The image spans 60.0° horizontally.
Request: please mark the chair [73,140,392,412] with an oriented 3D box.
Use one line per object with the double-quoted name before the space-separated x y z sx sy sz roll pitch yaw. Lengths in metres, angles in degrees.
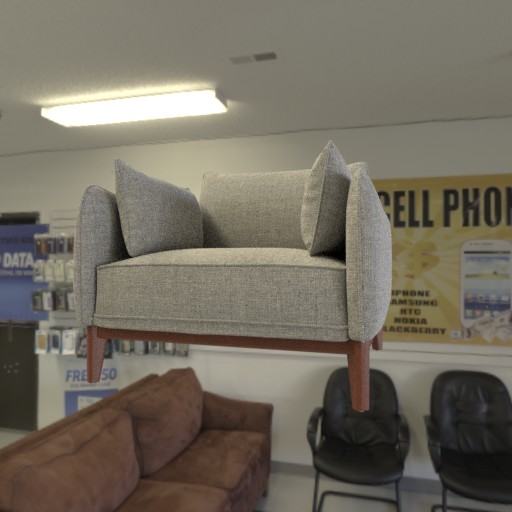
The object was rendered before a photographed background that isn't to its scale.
"chair" 0.000 0.000 1.712 0.993 0.839 0.976 0 -1 18
